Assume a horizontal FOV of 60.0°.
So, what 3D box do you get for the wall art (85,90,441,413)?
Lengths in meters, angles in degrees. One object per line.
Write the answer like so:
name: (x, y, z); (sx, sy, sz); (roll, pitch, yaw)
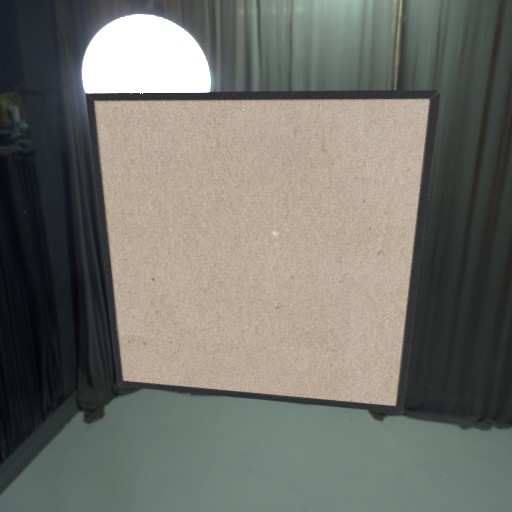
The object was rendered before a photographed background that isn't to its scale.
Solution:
wall art: (0.000, 0.000, 0.440); (0.305, 0.305, 0.038); (3, 18, 8)
